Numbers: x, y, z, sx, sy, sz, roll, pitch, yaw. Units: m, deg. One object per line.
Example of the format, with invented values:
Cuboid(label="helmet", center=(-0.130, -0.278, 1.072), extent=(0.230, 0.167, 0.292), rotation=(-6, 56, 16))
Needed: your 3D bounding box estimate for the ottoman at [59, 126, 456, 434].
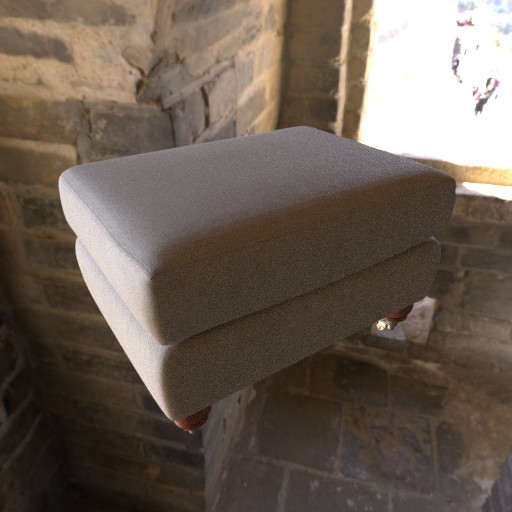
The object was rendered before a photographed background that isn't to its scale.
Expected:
Cuboid(label="ottoman", center=(0.000, 0.000, 1.113), extent=(0.773, 0.504, 0.569), rotation=(-19, 35, -29))
